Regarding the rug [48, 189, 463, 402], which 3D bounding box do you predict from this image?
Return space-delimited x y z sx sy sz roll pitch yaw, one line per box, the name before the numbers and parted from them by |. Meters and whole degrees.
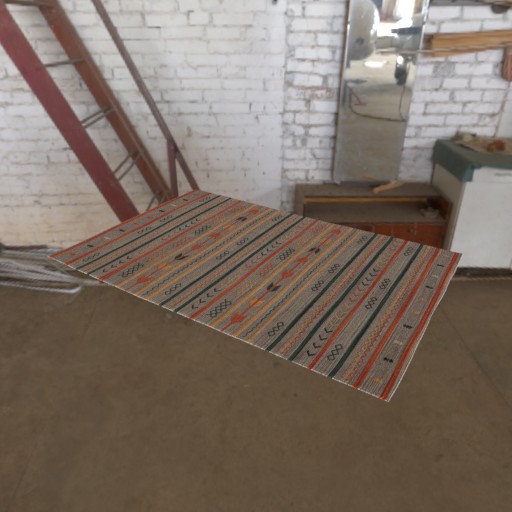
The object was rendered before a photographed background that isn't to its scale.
rug | 0.000 0.000 2.342 1.835 0.017 1.220 17 33 28
